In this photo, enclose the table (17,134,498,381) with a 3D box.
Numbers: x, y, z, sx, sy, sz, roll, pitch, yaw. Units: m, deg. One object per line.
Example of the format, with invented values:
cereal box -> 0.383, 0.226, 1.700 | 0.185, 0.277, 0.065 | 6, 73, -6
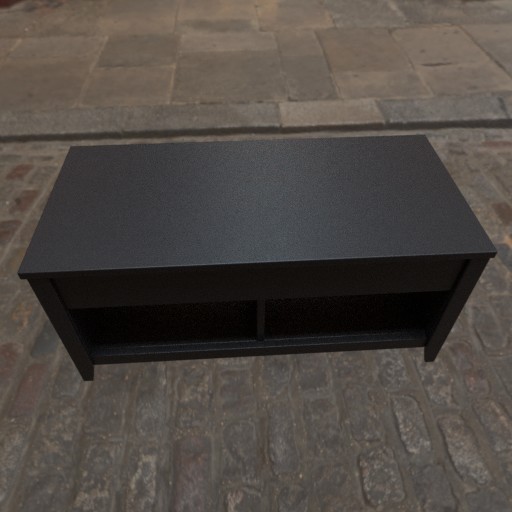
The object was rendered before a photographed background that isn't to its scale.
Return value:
table -> 0.000, 0.000, 1.264 | 1.016, 0.457, 0.483 | -3, 46, -2
